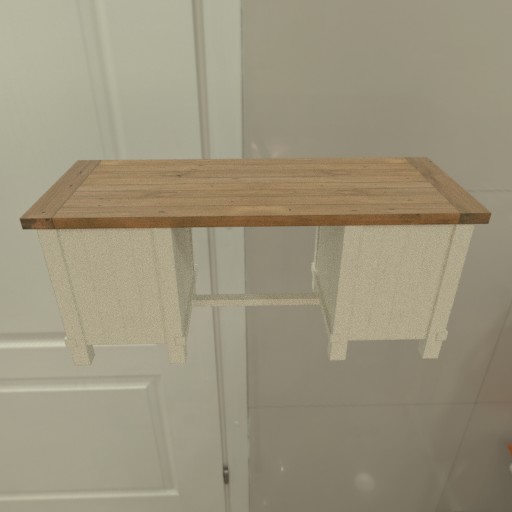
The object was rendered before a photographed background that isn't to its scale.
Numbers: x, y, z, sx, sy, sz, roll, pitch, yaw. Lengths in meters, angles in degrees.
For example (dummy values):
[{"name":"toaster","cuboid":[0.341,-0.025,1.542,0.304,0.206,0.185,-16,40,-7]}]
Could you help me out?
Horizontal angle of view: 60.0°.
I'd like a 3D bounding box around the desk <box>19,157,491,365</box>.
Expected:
[{"name":"desk","cuboid":[0.000,0.000,2.182,1.803,0.760,0.688,-1,30,-1]}]
